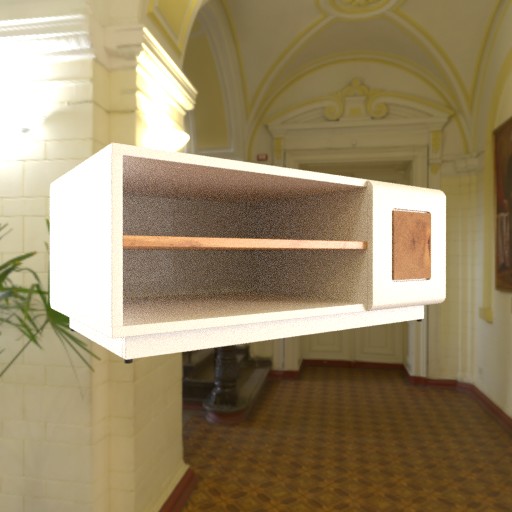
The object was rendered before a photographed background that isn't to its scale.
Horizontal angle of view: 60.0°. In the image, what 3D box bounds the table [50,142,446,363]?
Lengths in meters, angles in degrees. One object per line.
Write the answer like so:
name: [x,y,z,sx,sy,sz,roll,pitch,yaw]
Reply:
table: [0.000,0.000,1.412,1.097,0.442,0.639,0,0,-35]
